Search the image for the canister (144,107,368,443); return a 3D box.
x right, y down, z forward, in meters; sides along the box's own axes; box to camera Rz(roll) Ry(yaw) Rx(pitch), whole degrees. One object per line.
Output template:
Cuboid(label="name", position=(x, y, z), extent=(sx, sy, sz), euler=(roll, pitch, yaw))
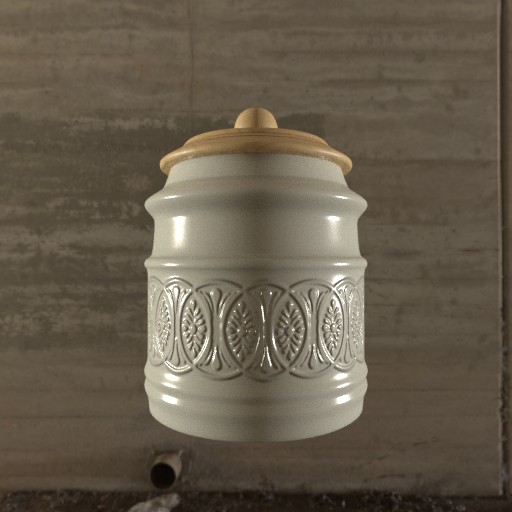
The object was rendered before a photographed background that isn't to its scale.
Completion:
Cuboid(label="canister", position=(0.000, 0.000, 0.266), extent=(0.130, 0.176, 0.130), euler=(0, 0, 0))
